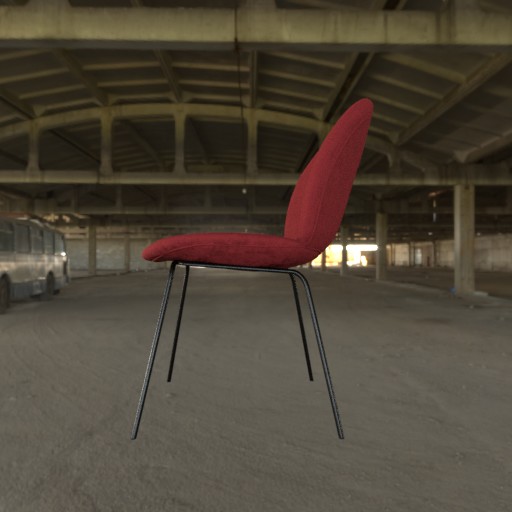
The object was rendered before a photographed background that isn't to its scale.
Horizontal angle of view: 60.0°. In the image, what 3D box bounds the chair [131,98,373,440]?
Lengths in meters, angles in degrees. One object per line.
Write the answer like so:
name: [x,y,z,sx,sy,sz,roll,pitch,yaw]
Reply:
chair: [0.000,0.000,1.179,0.587,0.791,0.458,0,0,-1]
